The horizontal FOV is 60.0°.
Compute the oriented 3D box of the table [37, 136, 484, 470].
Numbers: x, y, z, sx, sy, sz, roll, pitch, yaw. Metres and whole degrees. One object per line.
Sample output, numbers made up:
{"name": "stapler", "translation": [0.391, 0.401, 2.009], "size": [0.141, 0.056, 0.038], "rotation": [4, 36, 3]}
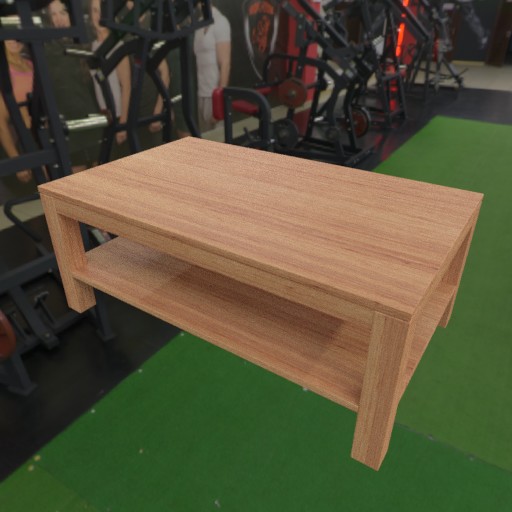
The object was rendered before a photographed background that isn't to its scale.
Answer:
{"name": "table", "translation": [0.000, 0.000, 1.442], "size": [1.146, 0.457, 0.695], "rotation": [18, 35, 29]}
